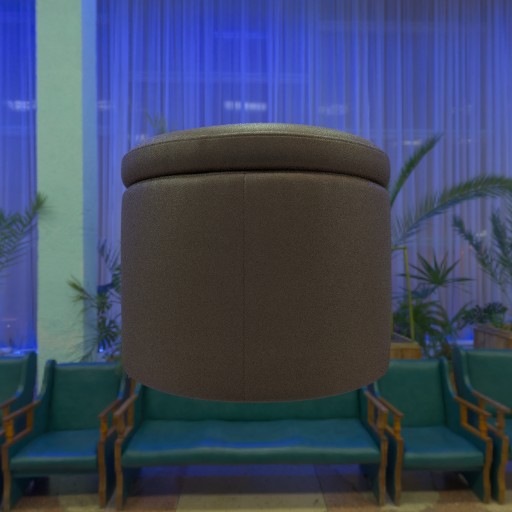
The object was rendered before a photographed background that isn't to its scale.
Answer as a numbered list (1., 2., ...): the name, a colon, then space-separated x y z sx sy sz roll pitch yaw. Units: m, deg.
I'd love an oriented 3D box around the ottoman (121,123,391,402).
1. ottoman: 0.000 0.000 0.855 0.500 0.409 0.500 0 0 0
